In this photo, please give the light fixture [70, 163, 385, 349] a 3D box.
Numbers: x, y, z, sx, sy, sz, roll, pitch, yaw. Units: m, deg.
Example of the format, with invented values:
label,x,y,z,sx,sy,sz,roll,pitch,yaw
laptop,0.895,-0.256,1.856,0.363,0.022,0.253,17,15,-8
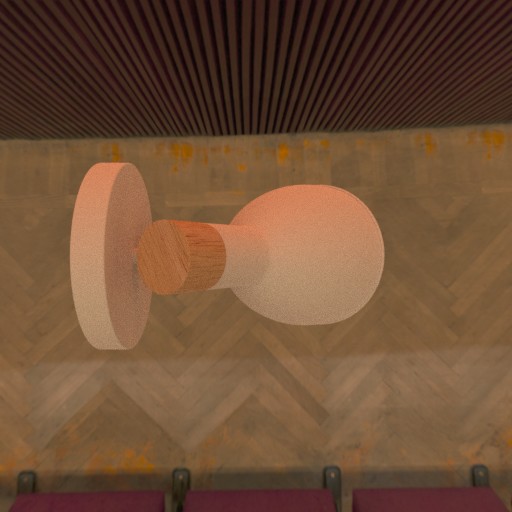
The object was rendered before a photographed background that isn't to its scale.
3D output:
label,x,y,z,sx,sy,sz,roll,pitch,yaw
light fixture,0.000,0.000,0.329,0.209,0.199,0.127,0,91,-1
